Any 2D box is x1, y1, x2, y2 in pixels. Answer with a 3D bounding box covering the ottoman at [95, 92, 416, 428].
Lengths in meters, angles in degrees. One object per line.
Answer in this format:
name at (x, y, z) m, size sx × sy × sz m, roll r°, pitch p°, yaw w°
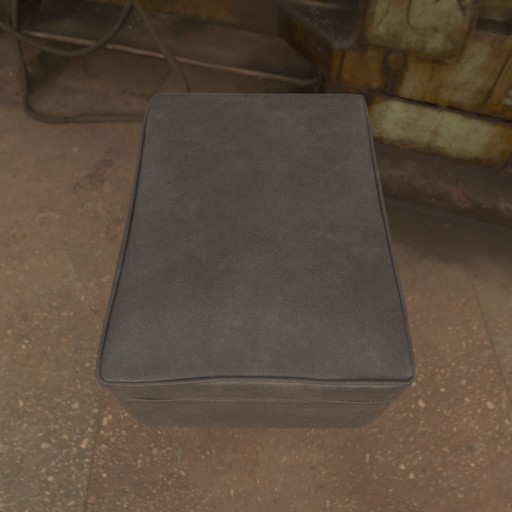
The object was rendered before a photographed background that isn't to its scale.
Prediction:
ottoman at (0.000, 0.000, 1.090) m, size 0.554 × 0.445 × 0.756 m, roll 0°, pitch 58°, yaw 0°
